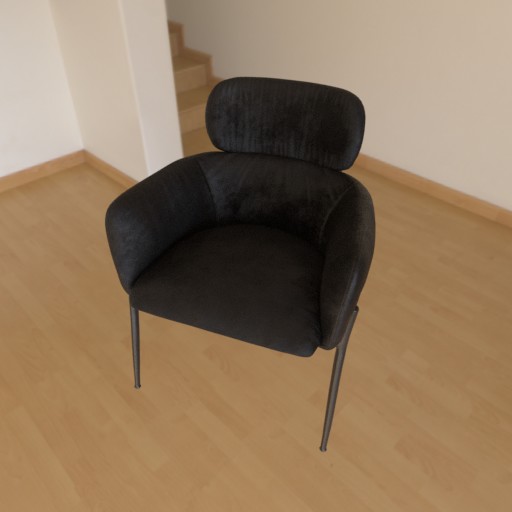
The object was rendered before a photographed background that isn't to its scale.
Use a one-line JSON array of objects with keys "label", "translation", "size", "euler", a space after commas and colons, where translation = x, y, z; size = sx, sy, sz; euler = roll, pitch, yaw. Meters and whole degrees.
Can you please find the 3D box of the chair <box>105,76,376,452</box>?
[{"label": "chair", "translation": [0.000, 0.000, 1.274], "size": [0.640, 0.818, 0.604], "euler": [13, 41, 15]}]
